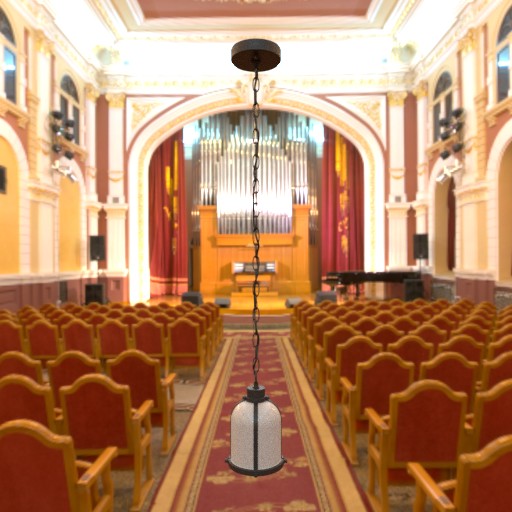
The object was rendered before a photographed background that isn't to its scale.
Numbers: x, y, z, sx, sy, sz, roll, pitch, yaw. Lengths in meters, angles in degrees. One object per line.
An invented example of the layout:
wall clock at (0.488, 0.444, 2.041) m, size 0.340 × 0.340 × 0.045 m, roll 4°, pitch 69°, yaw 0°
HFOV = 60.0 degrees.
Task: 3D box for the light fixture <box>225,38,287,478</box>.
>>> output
light fixture at (0.000, 0.000, 1.270) m, size 0.178 × 1.181 × 0.178 m, roll 0°, pitch -1°, yaw 1°
